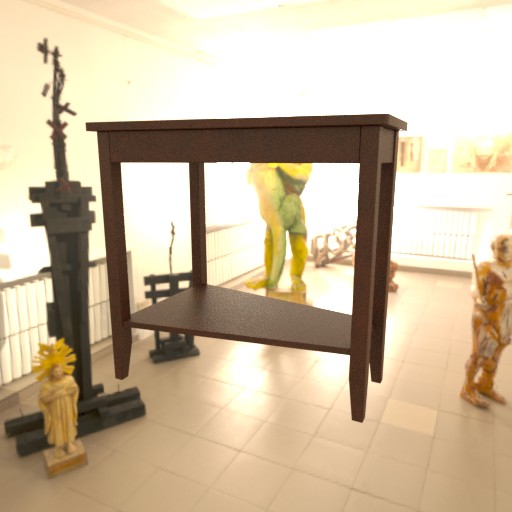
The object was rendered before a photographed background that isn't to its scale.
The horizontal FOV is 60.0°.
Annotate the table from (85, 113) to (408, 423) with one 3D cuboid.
[{"bbox_3d":[0.000,0.000,1.029,0.605,0.589,0.399,6,14,26],"label":"table"}]
